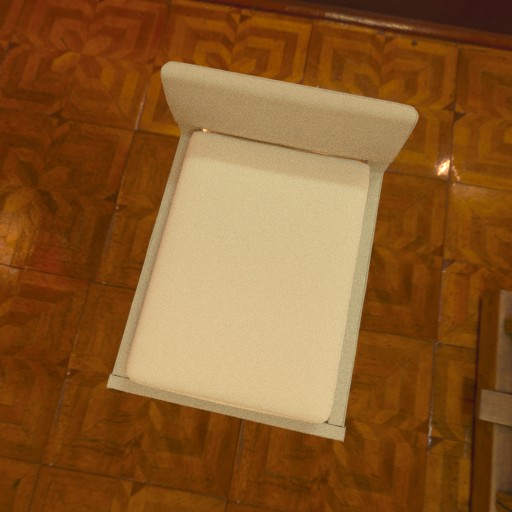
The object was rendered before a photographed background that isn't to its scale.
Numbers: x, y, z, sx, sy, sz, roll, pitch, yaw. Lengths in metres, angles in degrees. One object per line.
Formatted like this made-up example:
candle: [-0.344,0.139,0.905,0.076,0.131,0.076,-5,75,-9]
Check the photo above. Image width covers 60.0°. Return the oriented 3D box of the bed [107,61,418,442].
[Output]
bed: [0.000,0.000,3.333,1.840,1.067,2.368,12,76,3]
